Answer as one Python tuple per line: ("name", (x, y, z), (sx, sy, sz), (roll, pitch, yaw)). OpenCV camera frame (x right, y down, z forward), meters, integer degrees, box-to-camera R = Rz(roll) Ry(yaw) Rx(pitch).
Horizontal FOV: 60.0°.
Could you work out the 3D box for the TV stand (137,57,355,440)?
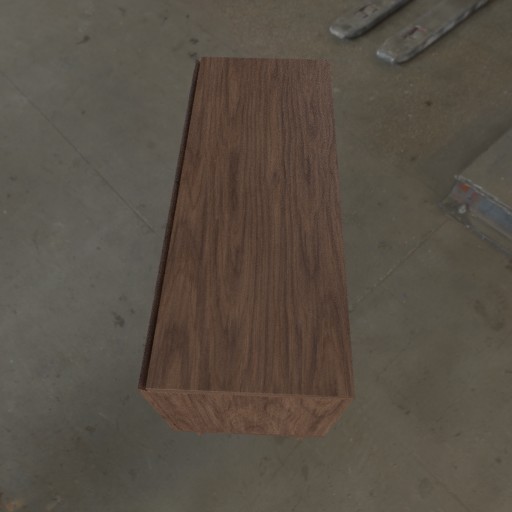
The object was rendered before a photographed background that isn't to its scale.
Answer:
("TV stand", (0.000, 0.000, 1.357), (0.405, 0.660, 0.990), (2, 59, 1))
